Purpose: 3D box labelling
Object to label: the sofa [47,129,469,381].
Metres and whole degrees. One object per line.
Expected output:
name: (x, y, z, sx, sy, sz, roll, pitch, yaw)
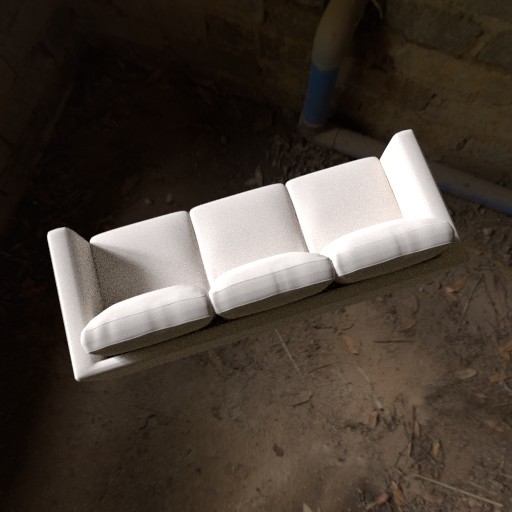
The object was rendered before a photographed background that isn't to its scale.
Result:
sofa: (0.000, 0.000, 2.486, 2.029, 0.912, 0.802, -17, 76, -4)
